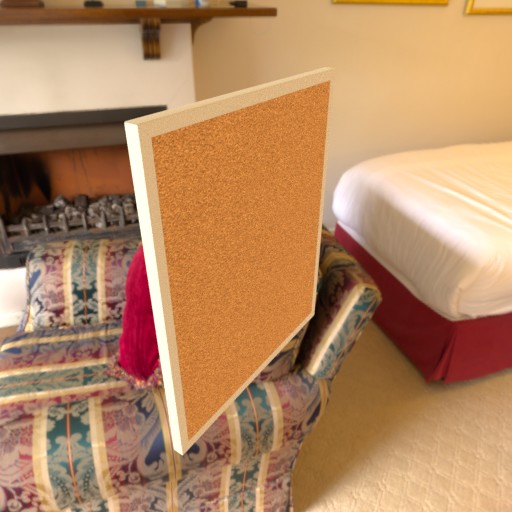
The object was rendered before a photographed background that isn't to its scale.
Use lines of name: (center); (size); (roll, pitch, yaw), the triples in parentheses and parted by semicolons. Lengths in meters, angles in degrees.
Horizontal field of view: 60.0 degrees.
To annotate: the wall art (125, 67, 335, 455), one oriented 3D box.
wall art: (0.000, 0.000, 0.745); (0.020, 0.536, 0.444); (20, 37, 29)
